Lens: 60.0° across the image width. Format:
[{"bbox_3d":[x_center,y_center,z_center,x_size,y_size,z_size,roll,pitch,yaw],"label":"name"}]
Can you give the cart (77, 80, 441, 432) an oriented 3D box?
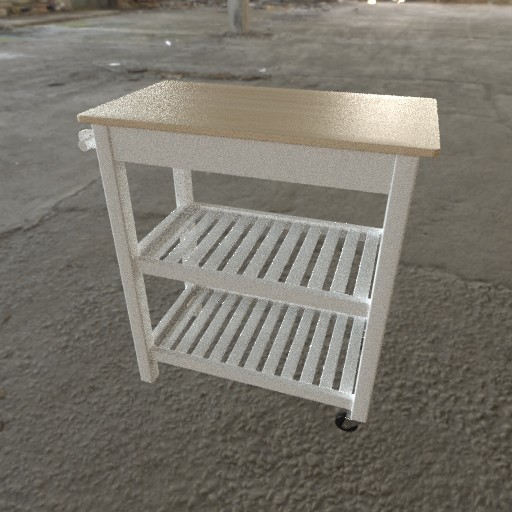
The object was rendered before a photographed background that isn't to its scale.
[{"bbox_3d":[0.000,0.000,1.403,0.899,0.927,0.457,10,33,15],"label":"cart"}]
